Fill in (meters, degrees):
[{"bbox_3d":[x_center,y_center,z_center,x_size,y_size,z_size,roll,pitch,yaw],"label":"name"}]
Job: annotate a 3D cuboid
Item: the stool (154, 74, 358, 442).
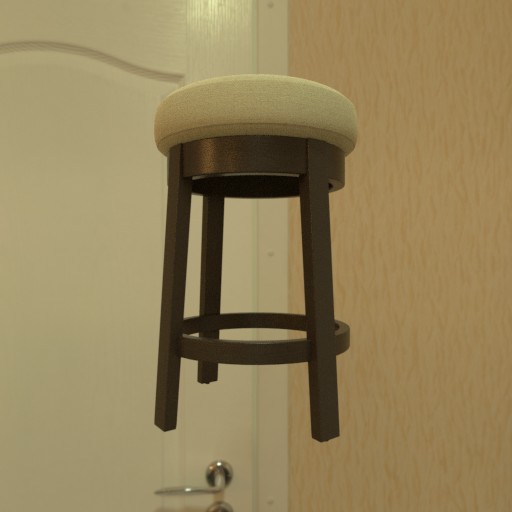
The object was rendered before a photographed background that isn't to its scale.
[{"bbox_3d":[0.000,0.000,0.960,0.449,0.655,0.449,0,0,0],"label":"stool"}]
